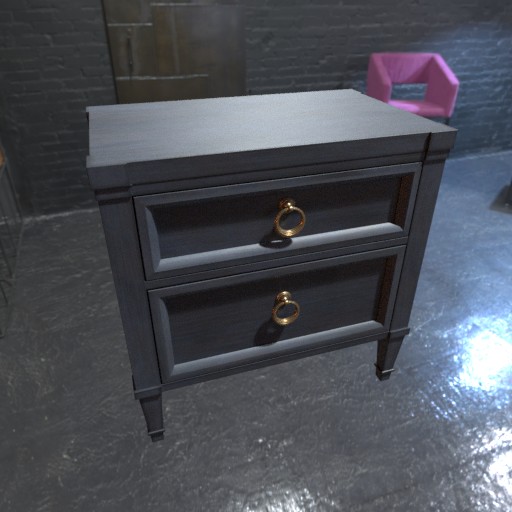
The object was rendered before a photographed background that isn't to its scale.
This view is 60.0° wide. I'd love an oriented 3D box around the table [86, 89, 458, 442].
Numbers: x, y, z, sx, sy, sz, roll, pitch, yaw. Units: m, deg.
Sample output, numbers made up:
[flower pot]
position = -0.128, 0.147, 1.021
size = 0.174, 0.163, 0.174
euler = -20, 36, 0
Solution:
[table]
position = 0.000, 0.000, 1.073
size = 0.660, 0.660, 0.413
euler = -10, 32, -15
